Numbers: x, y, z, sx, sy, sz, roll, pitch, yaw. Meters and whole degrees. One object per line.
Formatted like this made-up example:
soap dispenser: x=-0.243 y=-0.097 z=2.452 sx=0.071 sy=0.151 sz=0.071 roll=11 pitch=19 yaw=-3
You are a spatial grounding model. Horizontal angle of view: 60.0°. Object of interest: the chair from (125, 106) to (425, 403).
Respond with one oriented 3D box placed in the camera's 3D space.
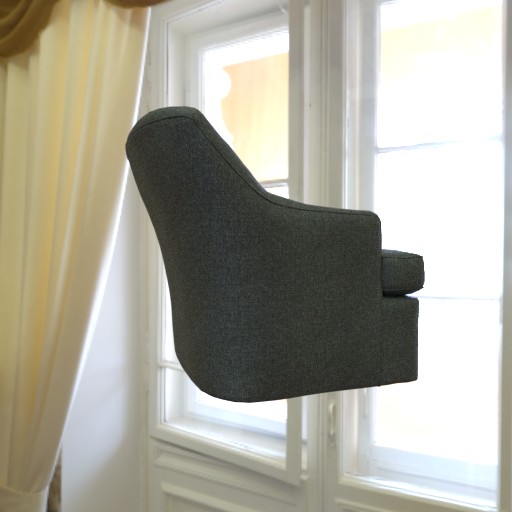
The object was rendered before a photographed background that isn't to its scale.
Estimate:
chair: x=0.000 y=0.000 z=1.638 sx=0.923 sy=0.856 sz=0.864 roll=0 pitch=1 yaw=-18
